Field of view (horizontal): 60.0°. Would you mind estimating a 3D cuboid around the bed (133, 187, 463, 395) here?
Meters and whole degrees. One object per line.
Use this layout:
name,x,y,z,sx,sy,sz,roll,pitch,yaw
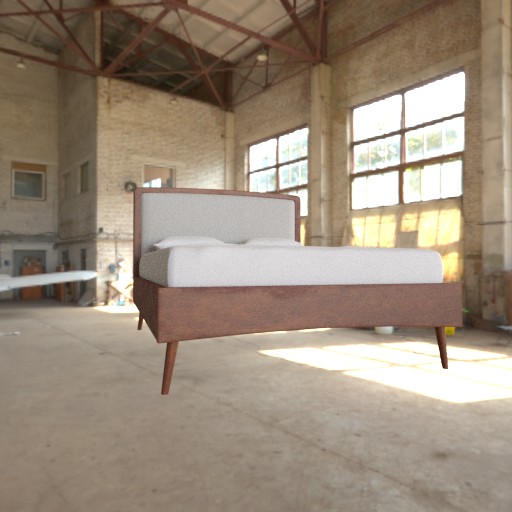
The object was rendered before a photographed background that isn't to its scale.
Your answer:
bed,0.000,0.000,3.157,1.587,1.275,2.196,0,-1,-18
